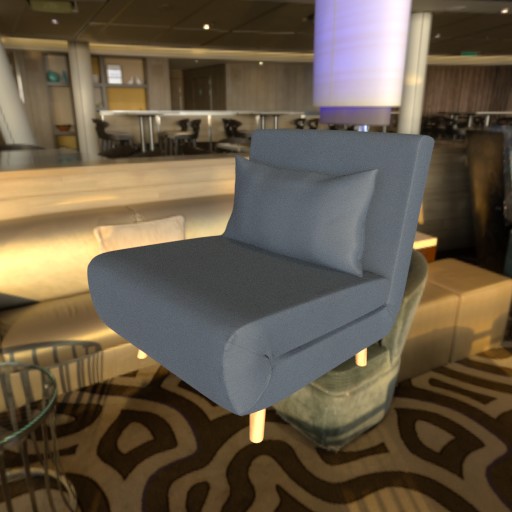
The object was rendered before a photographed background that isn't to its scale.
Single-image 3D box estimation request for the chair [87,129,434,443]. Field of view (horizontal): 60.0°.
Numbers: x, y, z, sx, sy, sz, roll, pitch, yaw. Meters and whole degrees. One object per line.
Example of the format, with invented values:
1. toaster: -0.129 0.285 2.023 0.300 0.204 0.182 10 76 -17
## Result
1. chair: 0.000 0.000 1.505 0.900 0.808 0.770 -16 24 -41
